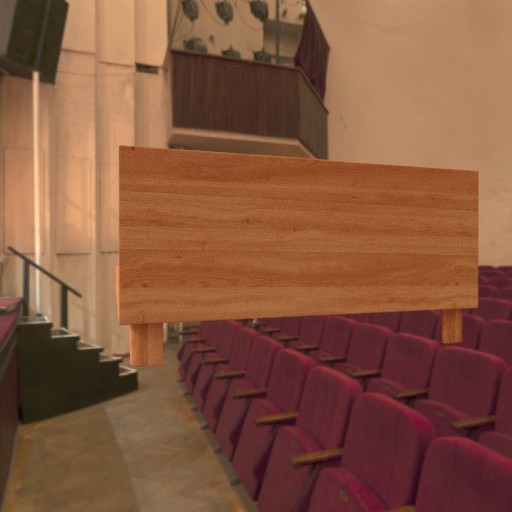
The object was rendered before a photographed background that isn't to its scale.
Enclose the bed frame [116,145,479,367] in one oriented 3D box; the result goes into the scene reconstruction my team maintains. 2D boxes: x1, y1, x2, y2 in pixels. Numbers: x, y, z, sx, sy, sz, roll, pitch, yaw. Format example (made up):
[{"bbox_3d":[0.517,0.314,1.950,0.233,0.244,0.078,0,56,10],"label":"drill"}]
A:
[{"bbox_3d":[0.000,0.000,3.122,1.872,0.940,2.092,0,0,-18],"label":"bed frame"}]
